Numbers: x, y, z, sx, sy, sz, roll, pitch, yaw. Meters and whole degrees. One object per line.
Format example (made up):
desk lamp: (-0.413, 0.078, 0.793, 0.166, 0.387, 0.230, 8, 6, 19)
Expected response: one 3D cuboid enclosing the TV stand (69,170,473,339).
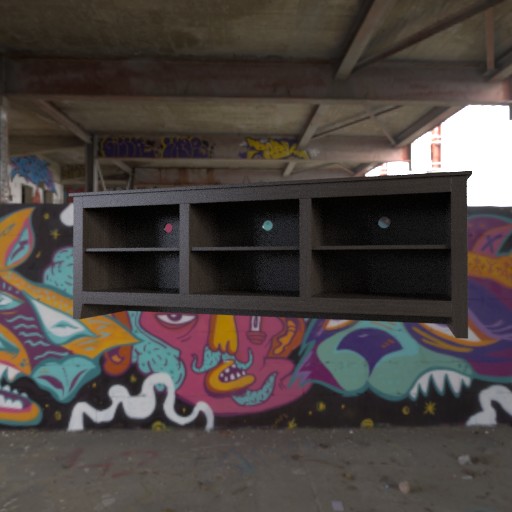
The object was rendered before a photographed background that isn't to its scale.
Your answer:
TV stand: (0.000, 0.000, 2.063, 1.778, 0.610, 0.406, 0, -1, 18)
